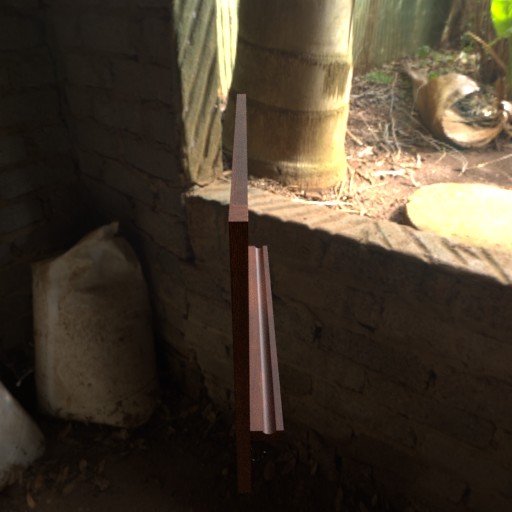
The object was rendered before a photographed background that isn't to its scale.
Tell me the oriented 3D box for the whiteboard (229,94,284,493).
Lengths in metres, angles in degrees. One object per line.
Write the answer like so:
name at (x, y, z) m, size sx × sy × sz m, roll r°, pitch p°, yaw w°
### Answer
whiteboard at (0.000, 0.000, 0.999) m, size 0.083 × 0.553 × 0.768 m, roll -1°, pitch 31°, yaw -1°
